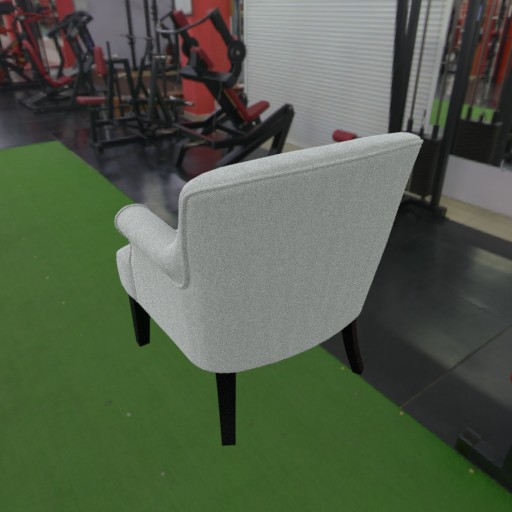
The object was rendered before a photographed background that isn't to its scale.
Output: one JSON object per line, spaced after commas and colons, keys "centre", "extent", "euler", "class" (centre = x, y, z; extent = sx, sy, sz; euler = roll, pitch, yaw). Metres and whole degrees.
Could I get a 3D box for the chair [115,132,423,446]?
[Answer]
{"centre": [0.000, 0.000, 1.449], "extent": [0.781, 0.875, 0.750], "euler": [-18, 34, -29], "class": "chair"}
